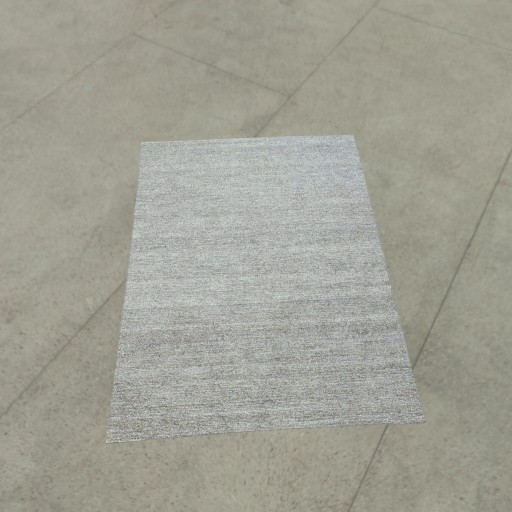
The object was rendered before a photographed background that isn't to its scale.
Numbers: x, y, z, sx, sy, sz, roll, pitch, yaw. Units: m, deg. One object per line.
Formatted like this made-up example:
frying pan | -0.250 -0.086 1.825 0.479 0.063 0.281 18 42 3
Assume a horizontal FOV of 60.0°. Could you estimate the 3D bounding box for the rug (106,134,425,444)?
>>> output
rug | 0.000 0.000 4.204 2.434 0.045 3.202 -3 58 -2
